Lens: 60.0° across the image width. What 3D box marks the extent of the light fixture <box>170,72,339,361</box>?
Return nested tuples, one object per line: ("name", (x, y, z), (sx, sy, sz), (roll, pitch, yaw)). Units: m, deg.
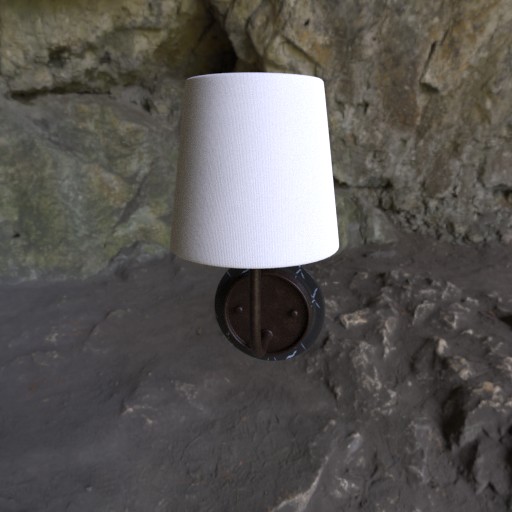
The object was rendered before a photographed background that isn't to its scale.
("light fixture", (0.000, 0.000, 0.460), (0.168, 0.337, 0.188), (3, 16, 10))
